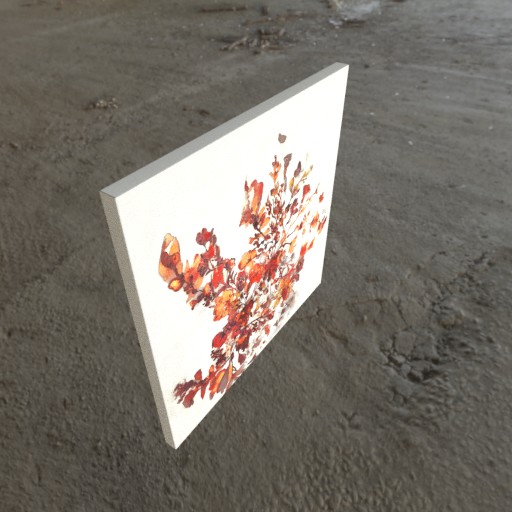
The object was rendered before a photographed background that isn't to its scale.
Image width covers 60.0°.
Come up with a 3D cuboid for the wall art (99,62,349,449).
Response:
[{"bbox_3d":[0.000,0.000,1.130,0.037,0.757,0.757,25,46,26],"label":"wall art"}]
